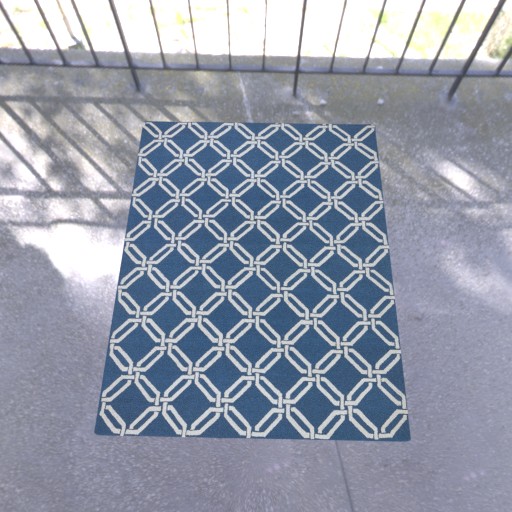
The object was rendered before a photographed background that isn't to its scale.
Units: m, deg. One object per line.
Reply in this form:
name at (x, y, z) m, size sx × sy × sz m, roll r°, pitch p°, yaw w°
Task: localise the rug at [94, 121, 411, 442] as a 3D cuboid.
rug at (0.000, 0.000, 3.756) m, size 2.277 × 0.020 × 2.867 m, roll 1°, pitch 66°, yaw 0°
